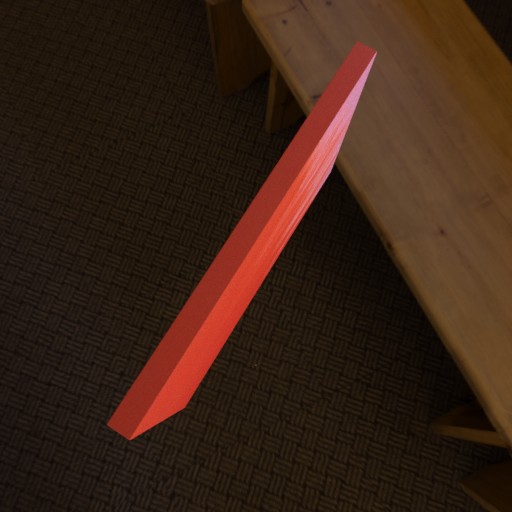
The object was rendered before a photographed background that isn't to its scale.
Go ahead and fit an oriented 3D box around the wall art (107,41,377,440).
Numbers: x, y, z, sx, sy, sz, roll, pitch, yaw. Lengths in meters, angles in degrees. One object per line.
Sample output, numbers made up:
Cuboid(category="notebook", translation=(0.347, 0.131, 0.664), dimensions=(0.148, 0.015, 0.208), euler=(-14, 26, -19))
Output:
Cuboid(category="wall art", translation=(0.000, 0.000, 0.767), dimensions=(0.033, 0.405, 0.607), euler=(31, 78, 7))
